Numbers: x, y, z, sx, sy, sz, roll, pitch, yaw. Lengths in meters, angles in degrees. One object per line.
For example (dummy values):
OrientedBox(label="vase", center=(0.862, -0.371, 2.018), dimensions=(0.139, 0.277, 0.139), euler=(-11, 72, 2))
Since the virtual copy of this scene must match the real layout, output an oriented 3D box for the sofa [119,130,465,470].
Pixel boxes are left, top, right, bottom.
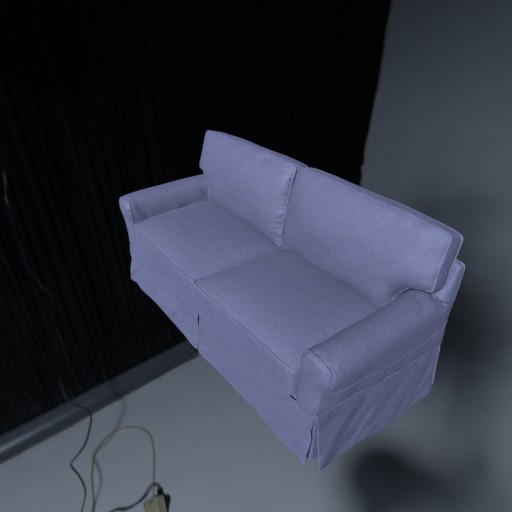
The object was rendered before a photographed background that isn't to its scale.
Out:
OrientedBox(label="sofa", center=(0.000, 0.000, 2.853), dimensions=(0.983, 1.094, 2.256), euler=(-22, 38, -31))
